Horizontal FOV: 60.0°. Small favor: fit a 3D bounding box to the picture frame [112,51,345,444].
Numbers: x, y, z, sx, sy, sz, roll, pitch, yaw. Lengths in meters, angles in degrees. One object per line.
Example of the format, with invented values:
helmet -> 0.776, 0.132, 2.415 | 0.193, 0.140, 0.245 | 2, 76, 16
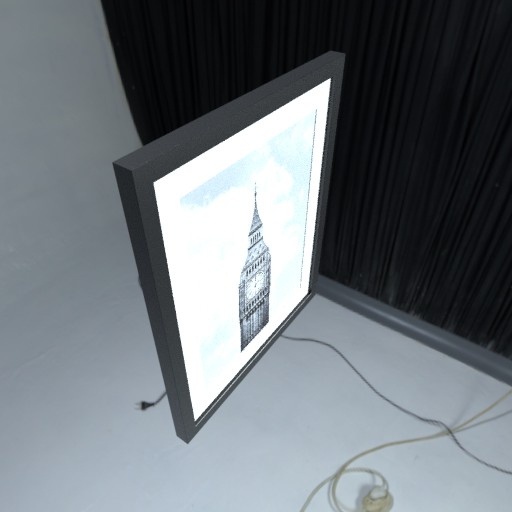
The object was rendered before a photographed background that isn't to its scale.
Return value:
picture frame -> 0.000, 0.000, 0.763 | 0.028, 0.556, 0.460 | 25, 47, 26
